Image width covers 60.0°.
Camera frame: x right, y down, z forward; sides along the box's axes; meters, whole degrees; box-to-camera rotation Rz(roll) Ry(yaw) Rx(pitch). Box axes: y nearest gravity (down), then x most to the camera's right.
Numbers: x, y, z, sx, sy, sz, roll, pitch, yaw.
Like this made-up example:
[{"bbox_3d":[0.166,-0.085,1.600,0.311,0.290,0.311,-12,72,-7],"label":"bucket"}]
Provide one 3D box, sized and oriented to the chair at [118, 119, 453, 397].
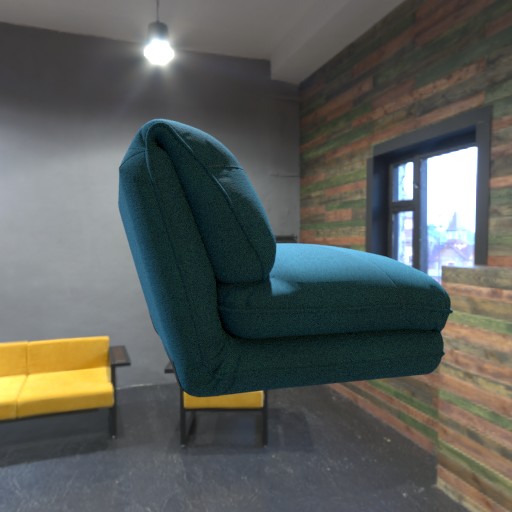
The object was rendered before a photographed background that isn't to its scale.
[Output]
[{"bbox_3d":[0.000,0.000,1.320,0.780,0.580,0.820,0,2,-17],"label":"chair"}]
